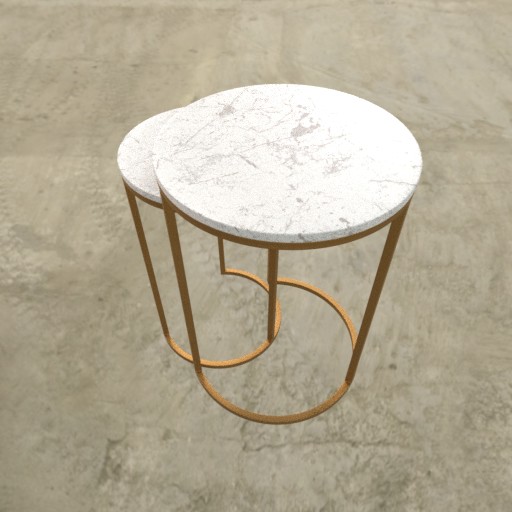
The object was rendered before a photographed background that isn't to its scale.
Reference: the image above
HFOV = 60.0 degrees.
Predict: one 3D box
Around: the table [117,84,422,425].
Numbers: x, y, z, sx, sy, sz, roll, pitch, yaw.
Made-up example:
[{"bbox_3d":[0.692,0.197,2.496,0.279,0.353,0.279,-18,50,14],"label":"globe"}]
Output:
[{"bbox_3d":[0.000,0.000,0.889,0.507,0.550,0.400,24,51,21],"label":"table"}]
